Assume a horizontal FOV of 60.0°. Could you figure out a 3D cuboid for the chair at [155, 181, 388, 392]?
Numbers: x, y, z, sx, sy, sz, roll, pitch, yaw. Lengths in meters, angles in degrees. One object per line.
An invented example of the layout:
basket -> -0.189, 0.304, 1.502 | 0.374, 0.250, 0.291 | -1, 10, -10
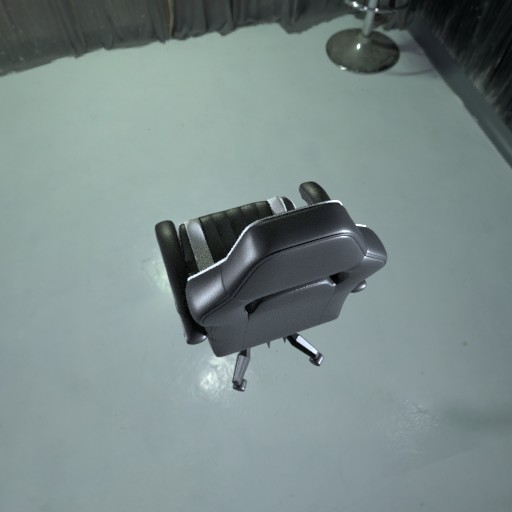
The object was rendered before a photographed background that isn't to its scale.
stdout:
chair -> 0.000, 0.000, 1.619 | 0.676, 1.200, 0.700 | -16, 60, -10
